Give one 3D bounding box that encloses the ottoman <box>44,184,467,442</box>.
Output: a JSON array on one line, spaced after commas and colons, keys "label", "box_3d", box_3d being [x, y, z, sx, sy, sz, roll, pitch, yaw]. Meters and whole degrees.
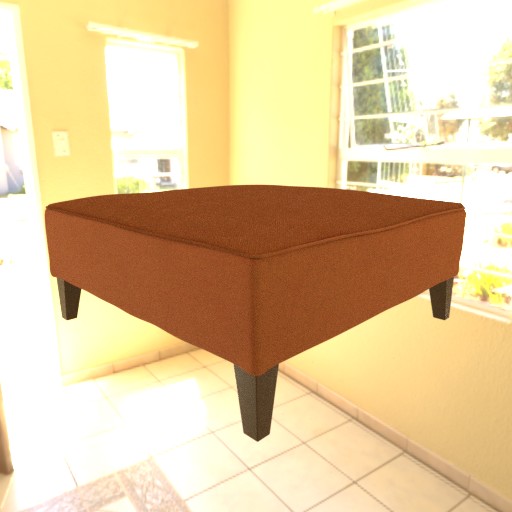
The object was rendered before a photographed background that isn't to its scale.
[{"label": "ottoman", "box_3d": [0.000, 0.000, 1.483, 0.997, 0.438, 0.999, 13, 19, 43]}]
